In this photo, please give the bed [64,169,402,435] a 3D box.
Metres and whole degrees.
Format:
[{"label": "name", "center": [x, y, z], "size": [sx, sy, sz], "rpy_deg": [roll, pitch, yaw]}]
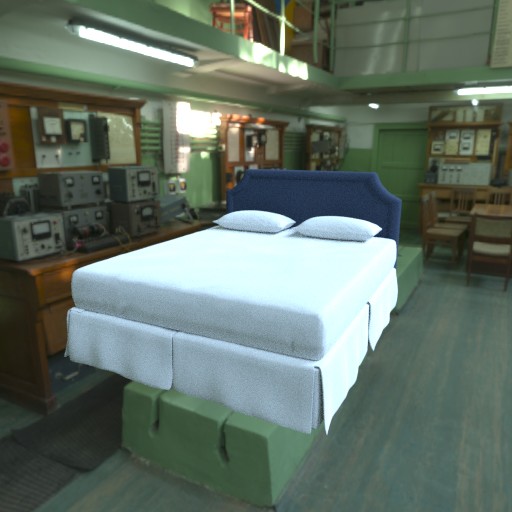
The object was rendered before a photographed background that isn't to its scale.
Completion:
[{"label": "bed", "center": [0.000, 0.000, 4.266], "size": [2.350, 1.488, 2.773], "rpy_deg": [7, 16, 26]}]
